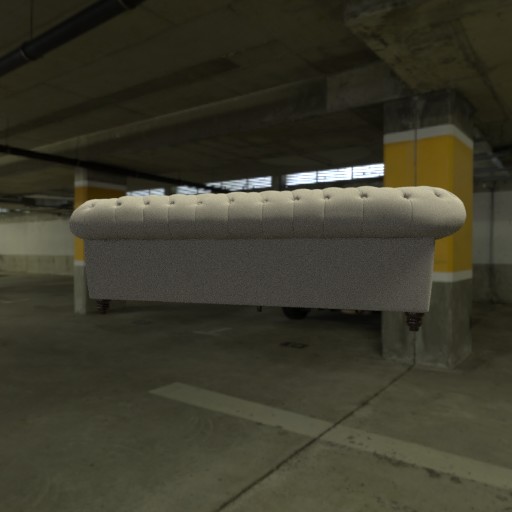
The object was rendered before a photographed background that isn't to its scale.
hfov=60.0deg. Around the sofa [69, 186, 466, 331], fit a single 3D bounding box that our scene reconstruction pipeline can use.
[{"bbox_3d":[0.000,0.000,2.821,2.411,0.749,0.991,0,1,18],"label":"sofa"}]
